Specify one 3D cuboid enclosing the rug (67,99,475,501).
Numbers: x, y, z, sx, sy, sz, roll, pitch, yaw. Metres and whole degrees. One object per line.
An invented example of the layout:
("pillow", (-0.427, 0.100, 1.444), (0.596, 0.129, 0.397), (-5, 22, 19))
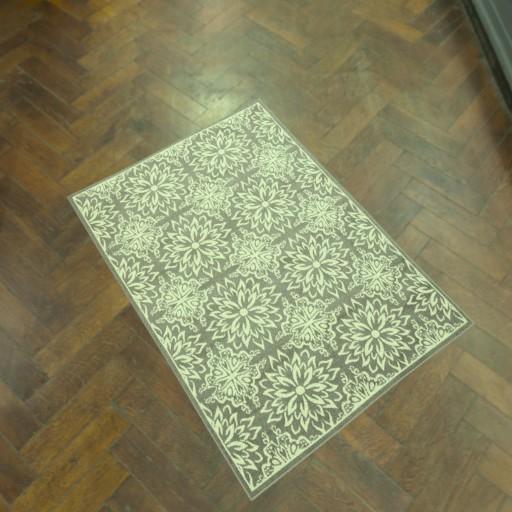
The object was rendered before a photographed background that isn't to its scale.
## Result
("rug", (0.000, 0.000, 2.817), (1.608, 0.014, 2.213), (-32, 67, -15))
